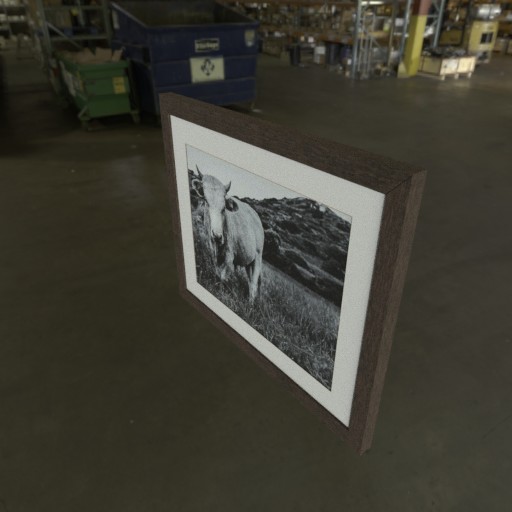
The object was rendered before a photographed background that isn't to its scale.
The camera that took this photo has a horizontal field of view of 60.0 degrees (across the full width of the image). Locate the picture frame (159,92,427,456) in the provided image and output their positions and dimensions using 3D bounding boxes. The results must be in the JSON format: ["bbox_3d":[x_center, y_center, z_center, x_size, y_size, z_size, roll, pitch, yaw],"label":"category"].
[{"bbox_3d":[0.000,0.000,0.759,0.026,0.455,0.546,-22,37,-32],"label":"picture frame"}]
